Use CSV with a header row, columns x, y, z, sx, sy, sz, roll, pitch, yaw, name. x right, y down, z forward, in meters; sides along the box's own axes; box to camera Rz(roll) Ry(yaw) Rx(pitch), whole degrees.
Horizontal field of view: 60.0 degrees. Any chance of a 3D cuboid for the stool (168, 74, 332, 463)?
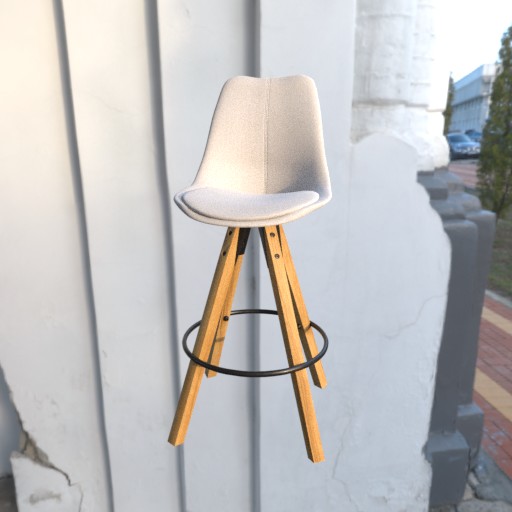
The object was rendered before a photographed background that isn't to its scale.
x,y,z,sx,sy,sz,roll,pitch,yaw,name
0.000,0.000,1.392,0.484,1.115,0.550,3,16,9,stool
